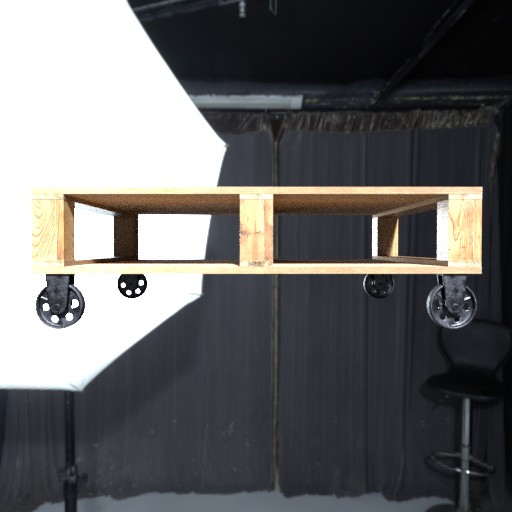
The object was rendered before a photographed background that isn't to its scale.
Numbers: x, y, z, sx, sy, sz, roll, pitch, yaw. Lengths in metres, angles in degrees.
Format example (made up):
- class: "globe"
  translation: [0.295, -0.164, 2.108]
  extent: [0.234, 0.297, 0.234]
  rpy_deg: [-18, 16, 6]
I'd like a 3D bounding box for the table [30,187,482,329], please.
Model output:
- class: "table"
  translation: [0.000, 0.000, 1.689]
  extent: [1.299, 0.413, 0.827]
  rpy_deg: [0, 1, 0]
